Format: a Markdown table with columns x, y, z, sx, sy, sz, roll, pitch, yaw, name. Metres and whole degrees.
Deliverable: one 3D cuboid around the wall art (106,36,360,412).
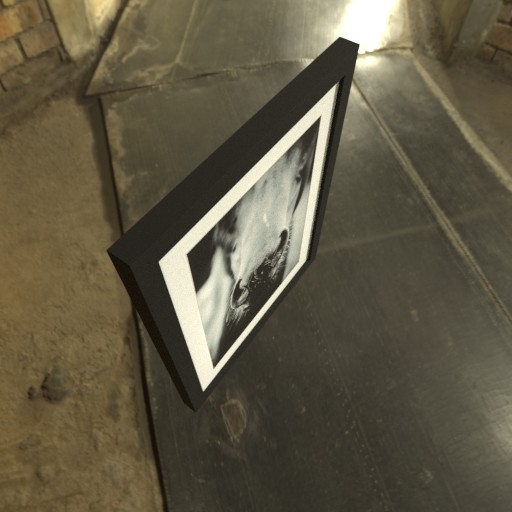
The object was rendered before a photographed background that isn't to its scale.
| x | y | z | sx | sy | sz | roll | pitch | yaw | name |
| --- | --- | --- | --- | --- | --- | --- | --- | --- | --- |
| 0.000 | 0.000 | 0.764 | 0.033 | 0.559 | 0.457 | 31 | 62 | 19 | wall art |
